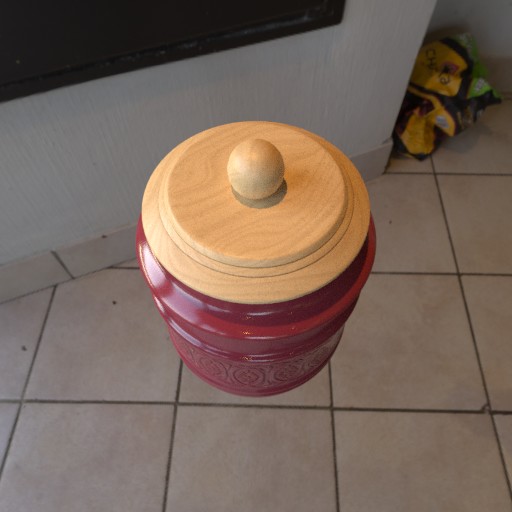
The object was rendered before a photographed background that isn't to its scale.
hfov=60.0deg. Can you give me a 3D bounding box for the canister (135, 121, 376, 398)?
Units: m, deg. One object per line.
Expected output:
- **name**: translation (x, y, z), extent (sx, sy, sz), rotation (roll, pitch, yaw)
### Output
- **canister**: translation (0.000, 0.000, 0.266), extent (0.130, 0.176, 0.130), rotation (0, 58, 0)
